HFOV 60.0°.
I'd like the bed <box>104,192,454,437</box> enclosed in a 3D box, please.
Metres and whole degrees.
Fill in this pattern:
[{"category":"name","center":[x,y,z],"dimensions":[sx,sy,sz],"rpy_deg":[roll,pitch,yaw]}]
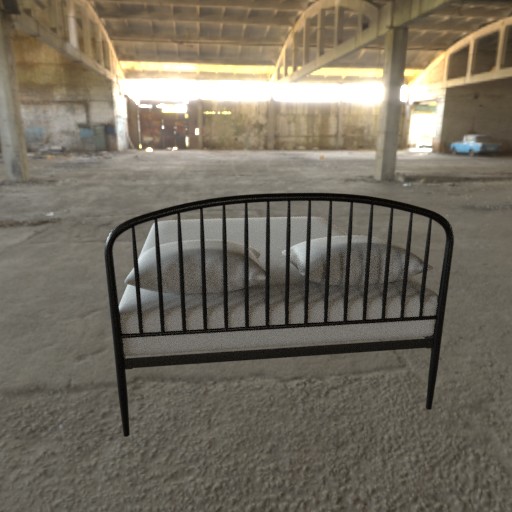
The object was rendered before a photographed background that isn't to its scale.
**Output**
[{"category":"bed","center":[0.000,0.000,3.120],"dimensions":[1.618,1.166,2.159],"rpy_deg":[-2,16,-8]}]
